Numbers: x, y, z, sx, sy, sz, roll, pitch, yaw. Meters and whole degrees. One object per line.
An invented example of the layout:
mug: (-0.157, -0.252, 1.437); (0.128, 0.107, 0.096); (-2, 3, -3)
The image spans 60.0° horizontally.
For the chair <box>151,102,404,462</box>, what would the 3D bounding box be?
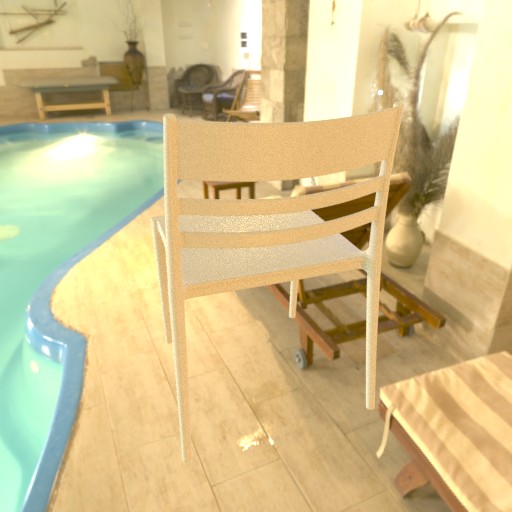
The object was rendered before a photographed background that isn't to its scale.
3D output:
chair: (0.000, 0.000, 1.161); (0.531, 0.800, 0.511); (-9, 28, -17)
